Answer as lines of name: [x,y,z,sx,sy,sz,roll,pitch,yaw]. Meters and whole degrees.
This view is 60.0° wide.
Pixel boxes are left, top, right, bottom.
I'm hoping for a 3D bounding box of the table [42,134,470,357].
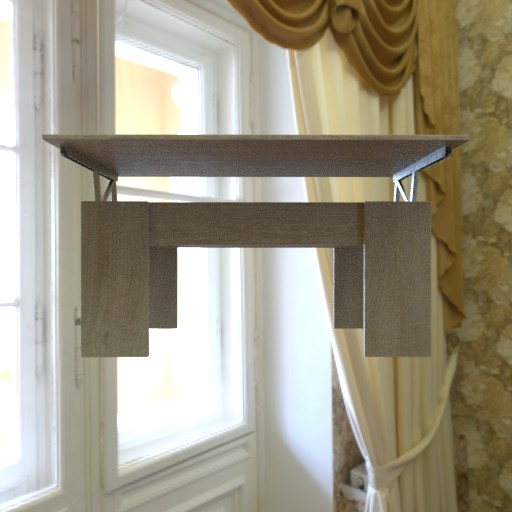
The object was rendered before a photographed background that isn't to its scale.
table: [0.000,0.000,1.390,1.000,0.570,0.711,0,0,0]
